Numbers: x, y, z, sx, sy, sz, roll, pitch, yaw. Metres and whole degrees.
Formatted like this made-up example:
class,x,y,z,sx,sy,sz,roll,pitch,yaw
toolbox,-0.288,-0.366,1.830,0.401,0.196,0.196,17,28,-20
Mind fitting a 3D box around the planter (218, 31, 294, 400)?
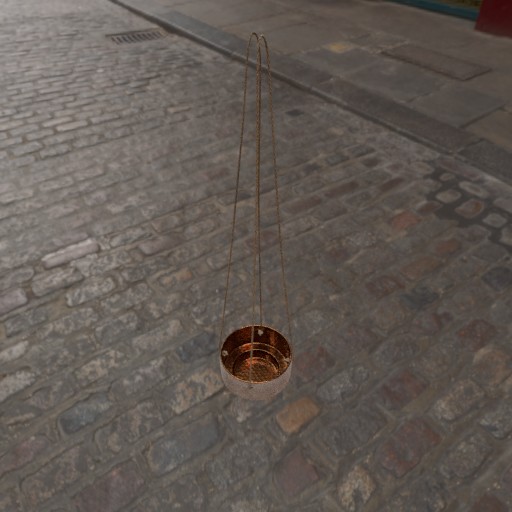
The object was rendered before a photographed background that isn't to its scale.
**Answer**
class,x,y,z,sx,sy,sz,roll,pitch,yaw
planter,0.000,0.000,1.110,0.223,1.030,0.223,-26,47,-27
